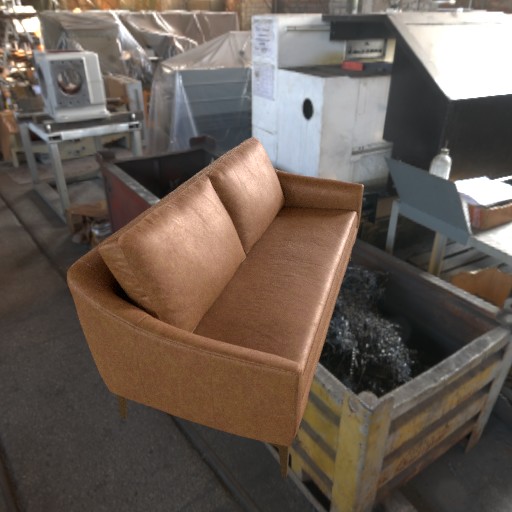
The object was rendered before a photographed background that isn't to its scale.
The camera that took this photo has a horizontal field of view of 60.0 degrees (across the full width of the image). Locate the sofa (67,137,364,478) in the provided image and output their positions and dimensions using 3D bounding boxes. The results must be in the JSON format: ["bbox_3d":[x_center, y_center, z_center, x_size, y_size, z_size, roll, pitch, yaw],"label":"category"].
[{"bbox_3d":[0.000,0.000,2.549,0.981,0.945,2.036,9,30,16],"label":"sofa"}]
